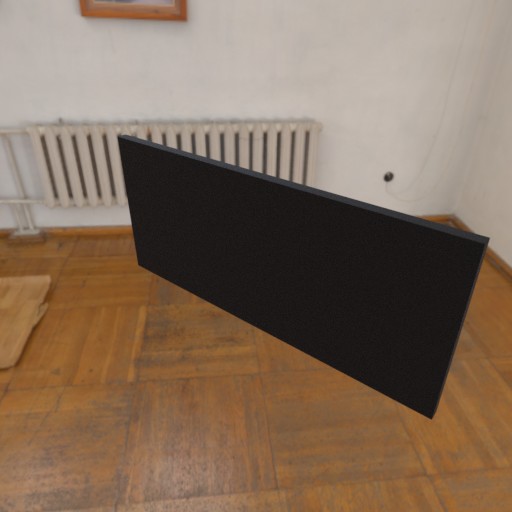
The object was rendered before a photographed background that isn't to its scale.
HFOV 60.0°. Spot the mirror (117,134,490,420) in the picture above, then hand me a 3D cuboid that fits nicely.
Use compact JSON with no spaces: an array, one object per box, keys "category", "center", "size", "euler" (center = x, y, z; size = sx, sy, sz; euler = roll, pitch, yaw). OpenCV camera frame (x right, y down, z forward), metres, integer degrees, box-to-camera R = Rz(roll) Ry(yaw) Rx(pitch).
[{"category":"mirror","center":[0.000,0.000,1.781],"size":[1.584,0.692,0.047],"euler":[23,38,33]}]
